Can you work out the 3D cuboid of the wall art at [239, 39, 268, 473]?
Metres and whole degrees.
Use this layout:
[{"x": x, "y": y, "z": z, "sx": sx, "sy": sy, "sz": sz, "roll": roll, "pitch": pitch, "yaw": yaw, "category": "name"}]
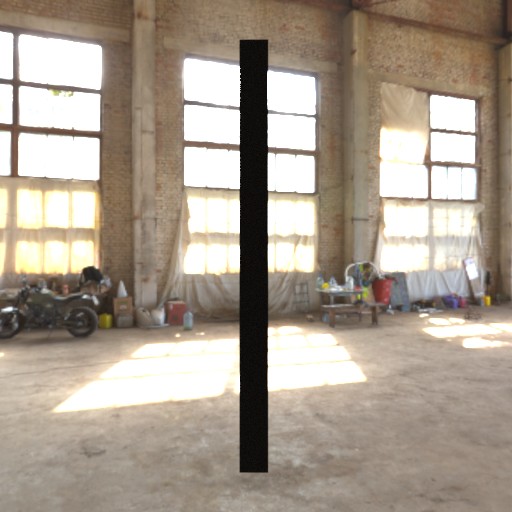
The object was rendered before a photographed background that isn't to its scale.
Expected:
[{"x": 0.000, "y": 0.000, "z": 0.699, "sx": 0.030, "sy": 0.458, "sz": 0.462, "roll": 0, "pitch": 0, "yaw": 1, "category": "wall art"}]
